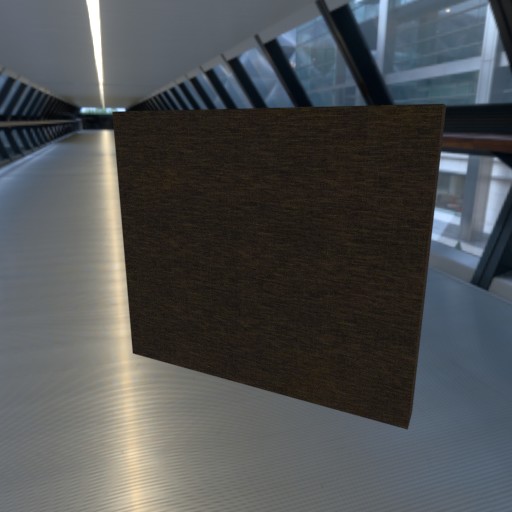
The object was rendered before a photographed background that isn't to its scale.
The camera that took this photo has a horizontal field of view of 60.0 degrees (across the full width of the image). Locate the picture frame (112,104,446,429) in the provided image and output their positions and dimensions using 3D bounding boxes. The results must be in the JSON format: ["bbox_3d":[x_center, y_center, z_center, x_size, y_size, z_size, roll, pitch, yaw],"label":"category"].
[{"bbox_3d":[0.000,0.000,0.524,0.378,0.330,0.033,8,18,25],"label":"picture frame"}]
